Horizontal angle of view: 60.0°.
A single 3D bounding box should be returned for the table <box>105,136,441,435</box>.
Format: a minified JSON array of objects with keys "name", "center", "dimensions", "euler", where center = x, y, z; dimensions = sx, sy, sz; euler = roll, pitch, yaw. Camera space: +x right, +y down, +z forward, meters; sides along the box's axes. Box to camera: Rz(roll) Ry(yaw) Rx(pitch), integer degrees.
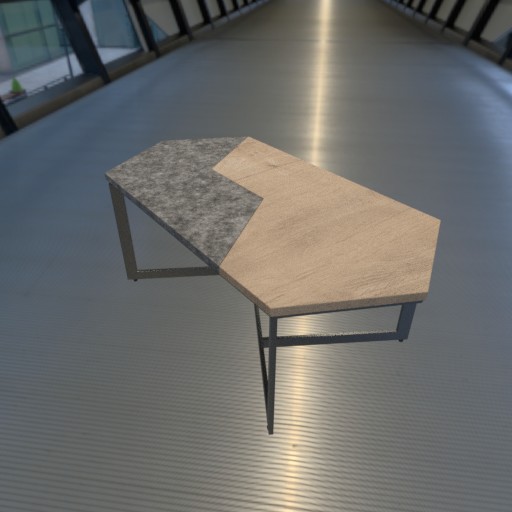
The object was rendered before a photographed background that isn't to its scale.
[{"name":"table","center":[0.000,0.000,1.489],"dimensions":[0.609,0.457,1.219],"euler":[-23,40,-31]}]
